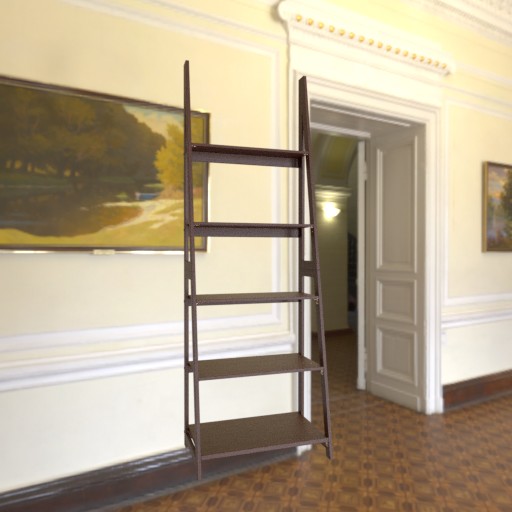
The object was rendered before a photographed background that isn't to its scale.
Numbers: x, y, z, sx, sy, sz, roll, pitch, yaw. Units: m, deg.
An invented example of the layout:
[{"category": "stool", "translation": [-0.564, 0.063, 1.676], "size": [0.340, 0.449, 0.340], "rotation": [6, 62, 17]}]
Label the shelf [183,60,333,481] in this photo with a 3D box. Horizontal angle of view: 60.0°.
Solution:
[{"category": "shelf", "translation": [0.000, 0.000, 1.995], "size": [0.600, 1.770, 0.350], "rotation": [0, 1, -18]}]
